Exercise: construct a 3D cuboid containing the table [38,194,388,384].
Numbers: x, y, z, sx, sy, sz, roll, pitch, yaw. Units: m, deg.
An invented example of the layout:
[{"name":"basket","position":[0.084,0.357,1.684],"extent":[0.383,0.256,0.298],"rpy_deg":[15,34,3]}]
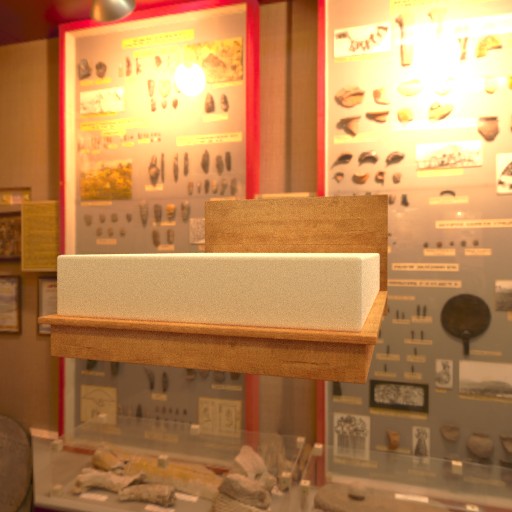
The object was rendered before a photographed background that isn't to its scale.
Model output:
[{"name":"table","position":[0.000,0.000,3.071],"extent":[1.707,1.041,2.149],"rpy_deg":[0,1,18]}]
